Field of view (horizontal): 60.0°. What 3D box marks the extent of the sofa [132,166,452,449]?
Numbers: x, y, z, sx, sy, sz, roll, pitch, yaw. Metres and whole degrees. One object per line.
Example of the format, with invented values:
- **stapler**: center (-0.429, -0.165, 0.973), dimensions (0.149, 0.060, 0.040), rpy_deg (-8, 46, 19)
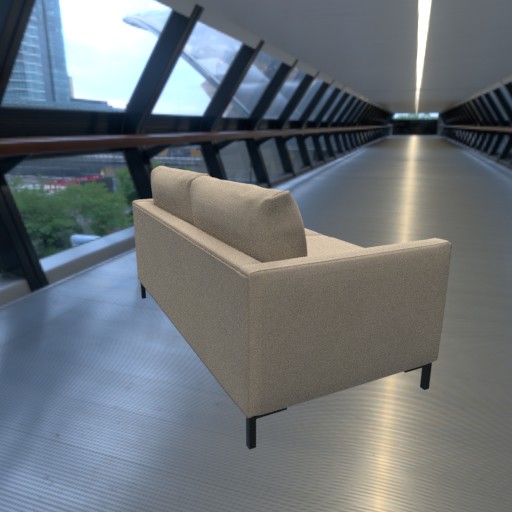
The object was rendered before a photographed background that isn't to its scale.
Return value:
- **sofa**: center (0.000, 0.000, 2.234), dimensions (0.875, 0.840, 1.682), rpy_deg (-7, 17, -26)
